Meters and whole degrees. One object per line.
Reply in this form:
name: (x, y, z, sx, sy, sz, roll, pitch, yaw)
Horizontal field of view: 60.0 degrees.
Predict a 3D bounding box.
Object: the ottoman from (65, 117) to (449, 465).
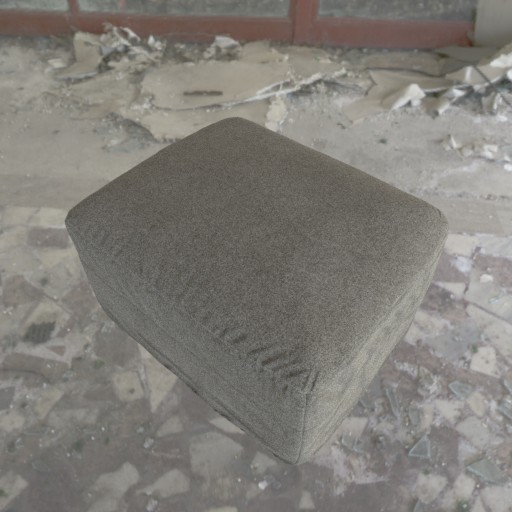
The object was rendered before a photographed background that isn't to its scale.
ottoman: (0.000, 0.000, 1.246, 0.837, 0.481, 0.683, 32, 55, 26)
